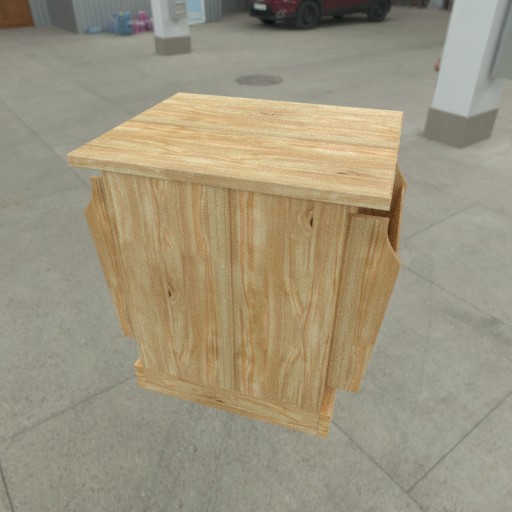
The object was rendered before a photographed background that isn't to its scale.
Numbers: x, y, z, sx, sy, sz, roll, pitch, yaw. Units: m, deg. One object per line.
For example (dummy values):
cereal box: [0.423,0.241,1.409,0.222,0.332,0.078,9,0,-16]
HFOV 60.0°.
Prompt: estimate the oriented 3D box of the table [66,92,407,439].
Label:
table: [0.000,0.000,0.893,0.530,0.515,0.380,10,35,15]
